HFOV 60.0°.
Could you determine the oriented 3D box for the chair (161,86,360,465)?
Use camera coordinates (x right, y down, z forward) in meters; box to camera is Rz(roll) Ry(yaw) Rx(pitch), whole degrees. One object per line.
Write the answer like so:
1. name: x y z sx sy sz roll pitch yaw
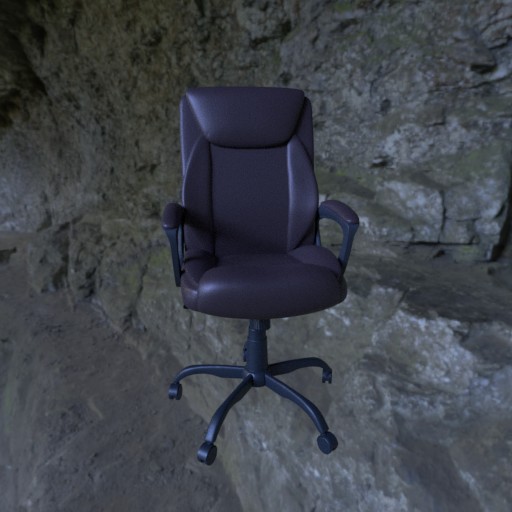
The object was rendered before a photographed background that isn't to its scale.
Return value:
1. chair: 0.000 0.000 1.433 0.615 1.072 0.655 -2 16 -7
